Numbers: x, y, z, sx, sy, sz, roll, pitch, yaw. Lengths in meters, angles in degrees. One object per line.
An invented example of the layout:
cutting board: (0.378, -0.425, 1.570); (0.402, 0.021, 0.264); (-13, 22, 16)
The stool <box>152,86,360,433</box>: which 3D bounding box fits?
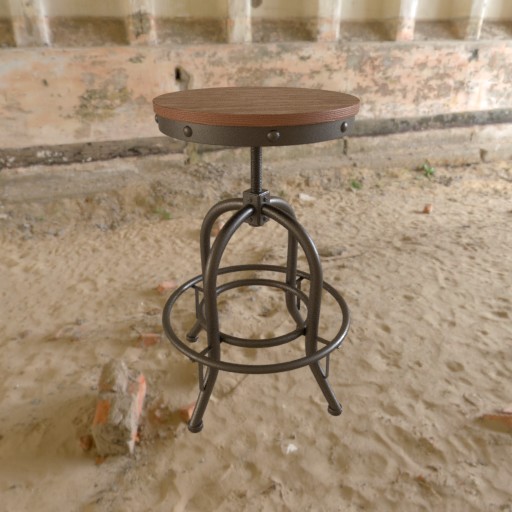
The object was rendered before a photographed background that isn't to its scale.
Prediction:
stool: (0.000, 0.000, 0.897); (0.439, 0.609, 0.439); (18, 32, 32)
